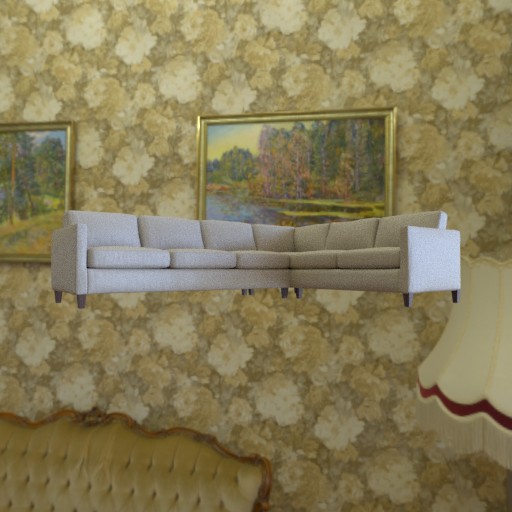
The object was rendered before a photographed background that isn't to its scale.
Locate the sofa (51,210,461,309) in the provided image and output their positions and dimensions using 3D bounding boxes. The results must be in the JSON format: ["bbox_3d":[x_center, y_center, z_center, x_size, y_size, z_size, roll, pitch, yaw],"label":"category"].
[{"bbox_3d":[0.000,0.000,4.438,3.333,0.934,2.522,1,-2,-37],"label":"sofa"}]
